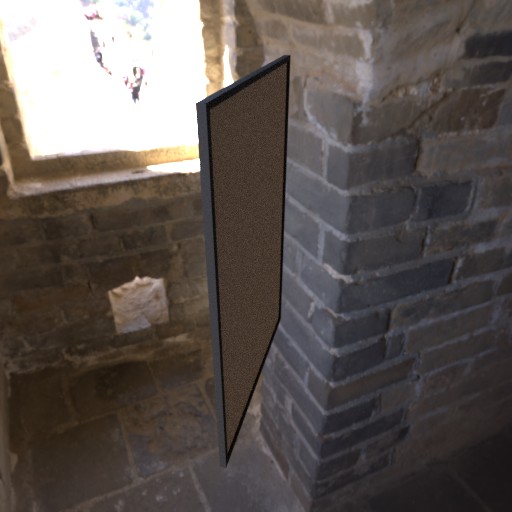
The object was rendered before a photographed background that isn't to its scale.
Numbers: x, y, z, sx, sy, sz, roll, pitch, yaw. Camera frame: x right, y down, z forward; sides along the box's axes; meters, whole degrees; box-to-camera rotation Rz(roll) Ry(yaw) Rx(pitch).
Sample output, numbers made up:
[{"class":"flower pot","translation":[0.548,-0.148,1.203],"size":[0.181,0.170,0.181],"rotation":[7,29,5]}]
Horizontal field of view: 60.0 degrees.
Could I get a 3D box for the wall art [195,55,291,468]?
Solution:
[{"class":"wall art","translation":[0.000,0.000,0.854],"size":[0.013,0.660,0.460],"rotation":[8,32,13]}]
